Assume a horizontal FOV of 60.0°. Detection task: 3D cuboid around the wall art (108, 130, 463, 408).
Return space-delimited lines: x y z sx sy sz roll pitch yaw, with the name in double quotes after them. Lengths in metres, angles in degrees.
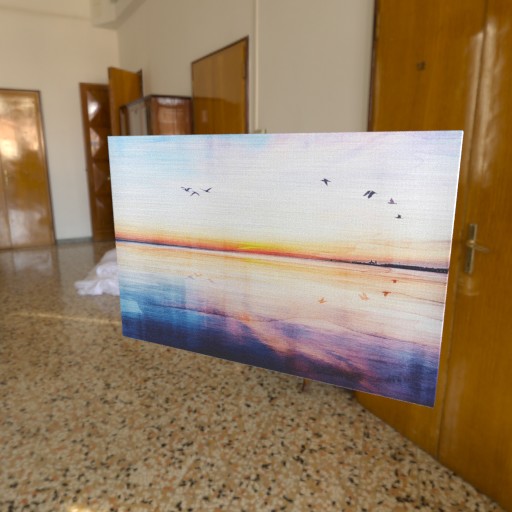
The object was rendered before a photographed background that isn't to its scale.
0.000 0.000 1.141 0.911 0.605 0.037 6 15 25 "wall art"
